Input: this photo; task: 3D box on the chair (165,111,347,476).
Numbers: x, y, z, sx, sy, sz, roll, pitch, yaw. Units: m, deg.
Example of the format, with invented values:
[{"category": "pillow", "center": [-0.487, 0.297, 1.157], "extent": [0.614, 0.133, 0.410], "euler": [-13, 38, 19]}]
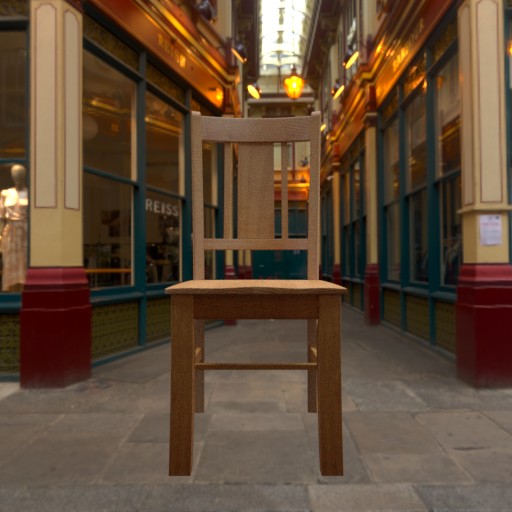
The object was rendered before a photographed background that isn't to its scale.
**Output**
[{"category": "chair", "center": [0.000, 0.000, 1.271], "extent": [0.450, 0.998, 0.556], "euler": [0, 0, 0]}]
